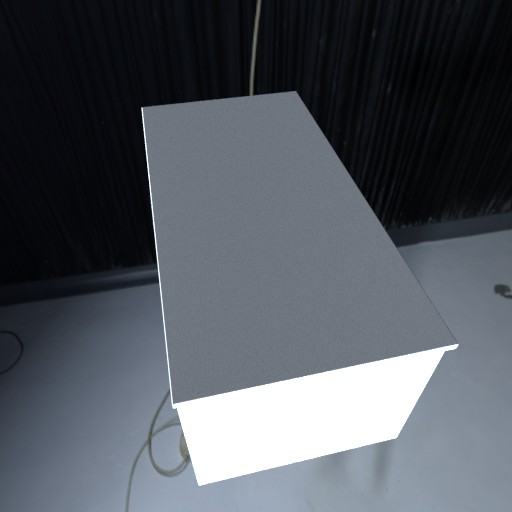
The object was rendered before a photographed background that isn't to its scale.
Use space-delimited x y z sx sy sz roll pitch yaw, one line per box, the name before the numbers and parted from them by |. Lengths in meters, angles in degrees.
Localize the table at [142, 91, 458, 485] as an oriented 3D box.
table | 0.000 0.000 1.235 0.500 0.441 1.000 -9 46 -9
